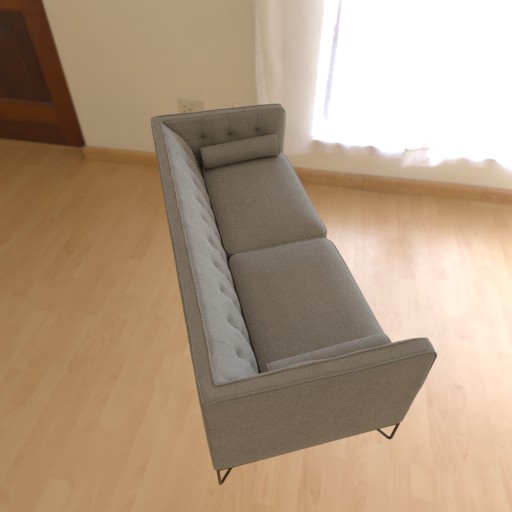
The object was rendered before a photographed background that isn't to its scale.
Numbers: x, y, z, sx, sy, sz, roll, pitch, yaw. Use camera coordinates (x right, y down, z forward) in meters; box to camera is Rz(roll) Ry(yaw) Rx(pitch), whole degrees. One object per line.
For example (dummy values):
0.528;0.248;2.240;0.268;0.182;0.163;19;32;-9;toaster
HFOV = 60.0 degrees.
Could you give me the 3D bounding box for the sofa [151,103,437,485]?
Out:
0.000;0.000;2.536;0.912;0.798;2.079;-10;46;-10;sofa
